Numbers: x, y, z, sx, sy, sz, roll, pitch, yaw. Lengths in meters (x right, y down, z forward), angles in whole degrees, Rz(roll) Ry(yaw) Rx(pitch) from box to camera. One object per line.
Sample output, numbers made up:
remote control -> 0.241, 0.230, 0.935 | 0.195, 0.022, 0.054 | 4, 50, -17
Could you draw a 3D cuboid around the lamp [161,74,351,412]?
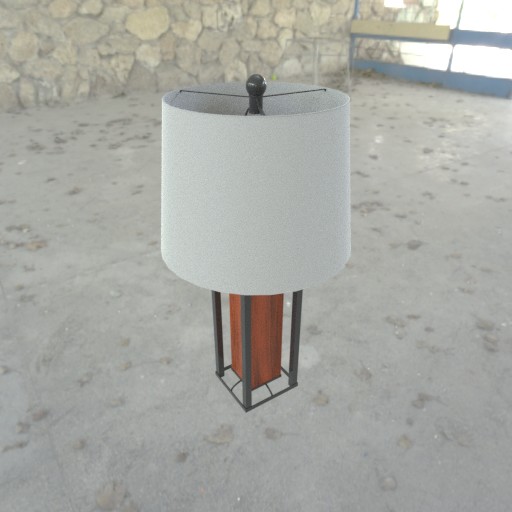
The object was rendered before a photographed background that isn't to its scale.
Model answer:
lamp -> 0.000, 0.000, 0.771 | 0.320, 0.591, 0.320 | 0, 30, 0
